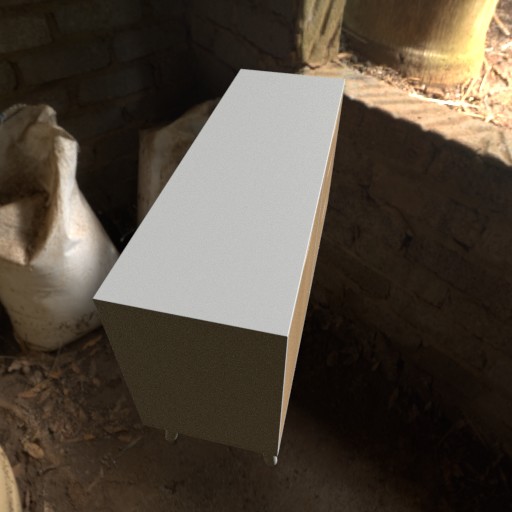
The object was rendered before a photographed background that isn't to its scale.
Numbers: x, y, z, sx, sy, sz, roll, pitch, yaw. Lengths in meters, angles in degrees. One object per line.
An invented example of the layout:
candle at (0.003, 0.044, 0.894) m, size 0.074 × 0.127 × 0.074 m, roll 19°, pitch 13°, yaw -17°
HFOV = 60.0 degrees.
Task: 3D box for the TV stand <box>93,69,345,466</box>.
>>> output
TV stand at (0.000, 0.000, 1.570) m, size 0.406 × 0.812 × 1.193 m, roll 9°, pitch 46°, yaw 9°
